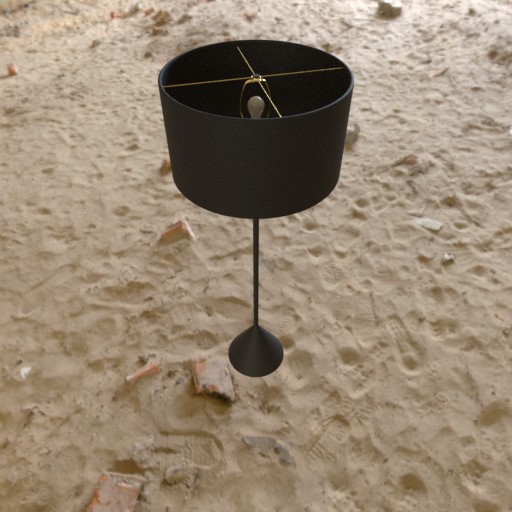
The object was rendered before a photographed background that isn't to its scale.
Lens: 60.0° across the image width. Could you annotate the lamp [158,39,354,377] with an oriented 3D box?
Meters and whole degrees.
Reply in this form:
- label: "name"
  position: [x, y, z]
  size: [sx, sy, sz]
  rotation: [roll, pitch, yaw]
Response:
- label: "lamp"
  position: [0.000, 0.000, 1.855]
  size: [0.580, 1.526, 0.580]
  rotation: [-10, 45, -10]
